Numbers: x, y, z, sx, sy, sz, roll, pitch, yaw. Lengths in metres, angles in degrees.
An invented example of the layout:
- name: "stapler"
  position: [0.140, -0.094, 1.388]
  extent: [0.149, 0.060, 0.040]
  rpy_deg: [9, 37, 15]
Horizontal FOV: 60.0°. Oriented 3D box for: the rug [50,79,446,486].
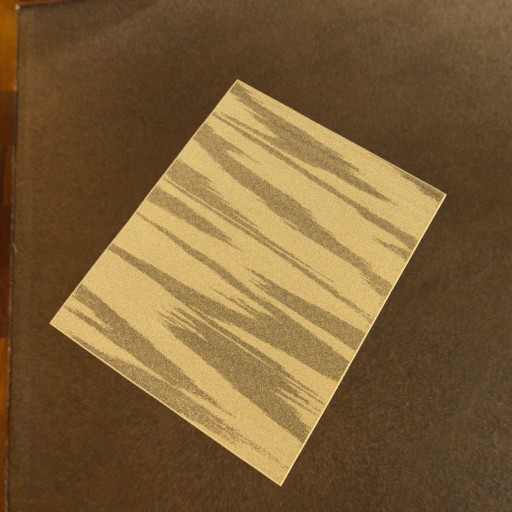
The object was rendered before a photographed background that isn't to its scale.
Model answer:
- name: "rug"
  position: [0.000, 0.000, 3.977]
  extent: [2.353, 0.014, 2.945]
  rpy_deg: [32, 76, 9]
